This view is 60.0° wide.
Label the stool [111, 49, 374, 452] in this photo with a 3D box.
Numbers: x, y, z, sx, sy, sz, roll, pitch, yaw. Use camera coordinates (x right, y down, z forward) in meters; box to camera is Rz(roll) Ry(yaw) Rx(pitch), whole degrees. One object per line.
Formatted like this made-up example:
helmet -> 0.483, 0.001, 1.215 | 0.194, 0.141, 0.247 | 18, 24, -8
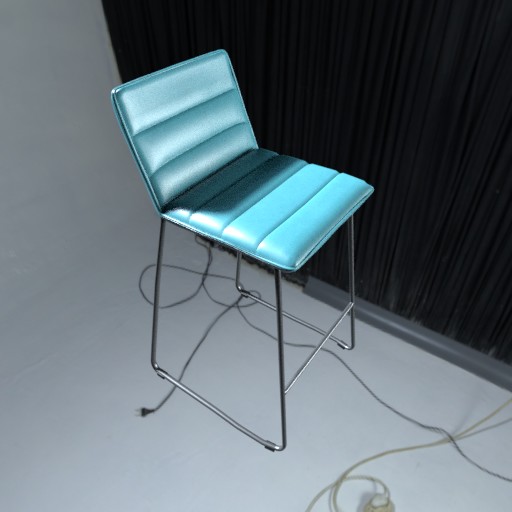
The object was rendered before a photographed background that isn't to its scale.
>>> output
stool -> 0.000, 0.000, 1.233 | 0.524, 0.936, 0.489 | 25, 46, 27
